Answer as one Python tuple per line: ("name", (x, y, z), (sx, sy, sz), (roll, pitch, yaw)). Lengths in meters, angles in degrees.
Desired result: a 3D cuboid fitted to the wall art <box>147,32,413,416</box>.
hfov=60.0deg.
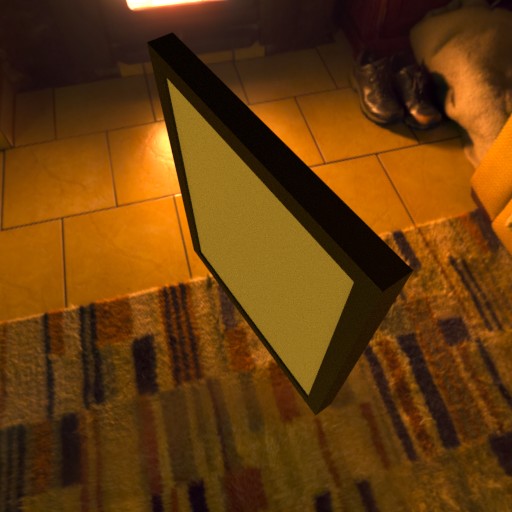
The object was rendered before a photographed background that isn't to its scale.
("wall art", (0.000, 0.000, 0.527), (0.029, 0.381, 0.330), (-31, 63, -17))
